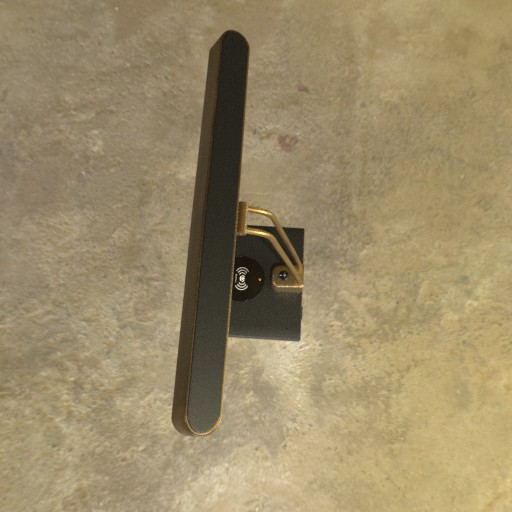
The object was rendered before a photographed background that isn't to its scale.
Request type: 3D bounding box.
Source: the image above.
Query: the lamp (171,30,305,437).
[{"bbox_3d":[0.000,0.000,0.579,0.156,0.345,0.412,4,75,1],"label":"lamp"}]
